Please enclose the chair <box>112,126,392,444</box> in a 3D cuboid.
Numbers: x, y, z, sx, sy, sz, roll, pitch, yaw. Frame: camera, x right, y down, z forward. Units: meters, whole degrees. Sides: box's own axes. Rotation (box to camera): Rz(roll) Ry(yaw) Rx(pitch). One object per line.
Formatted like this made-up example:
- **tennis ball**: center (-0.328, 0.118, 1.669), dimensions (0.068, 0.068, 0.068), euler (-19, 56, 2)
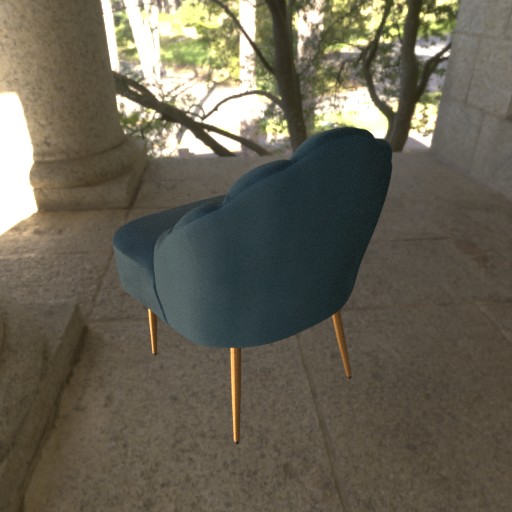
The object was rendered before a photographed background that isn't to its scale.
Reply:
- **chair**: center (0.000, 0.000, 1.240), dimensions (0.657, 0.819, 0.599), euler (-19, 35, -30)
